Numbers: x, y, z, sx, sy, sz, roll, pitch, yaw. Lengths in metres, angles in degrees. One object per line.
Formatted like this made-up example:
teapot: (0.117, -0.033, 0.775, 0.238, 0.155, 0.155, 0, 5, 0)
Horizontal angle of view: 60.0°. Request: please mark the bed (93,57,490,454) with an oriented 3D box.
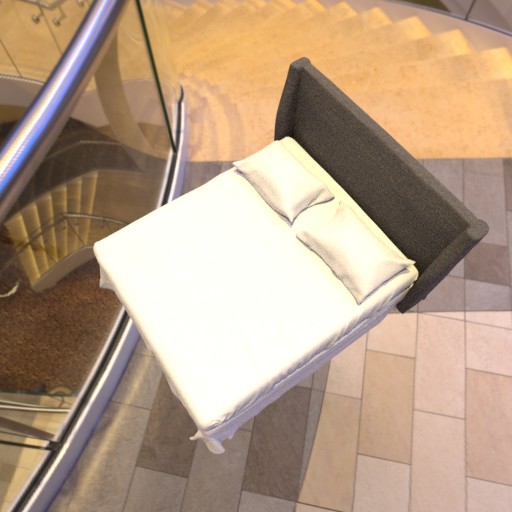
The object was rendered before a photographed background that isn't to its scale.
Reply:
bed: (0.000, 0.000, 3.393, 2.276, 1.332, 1.925, -32, 68, -15)
